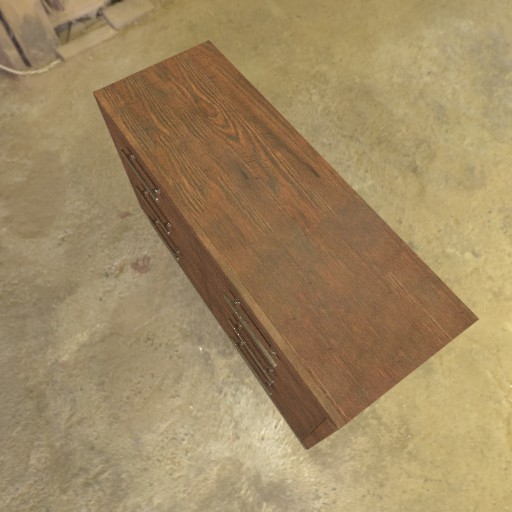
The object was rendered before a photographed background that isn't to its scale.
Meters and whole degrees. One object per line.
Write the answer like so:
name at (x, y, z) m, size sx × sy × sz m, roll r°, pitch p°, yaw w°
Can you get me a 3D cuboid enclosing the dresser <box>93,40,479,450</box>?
dresser at (0.000, 0.000, 2.132) m, size 0.623 × 1.061 × 1.646 m, roll -32°, pitch 67°, yaw -15°
